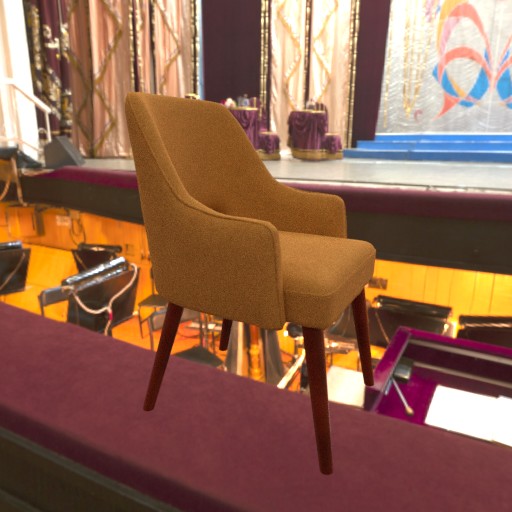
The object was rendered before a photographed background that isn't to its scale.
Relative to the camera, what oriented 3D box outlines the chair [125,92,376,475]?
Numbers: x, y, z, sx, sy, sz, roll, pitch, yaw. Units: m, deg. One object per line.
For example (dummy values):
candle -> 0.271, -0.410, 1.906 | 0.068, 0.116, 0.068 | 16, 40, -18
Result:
chair -> 0.000, 0.000, 1.210 | 0.605, 0.849, 0.548 | 7, 17, 26
